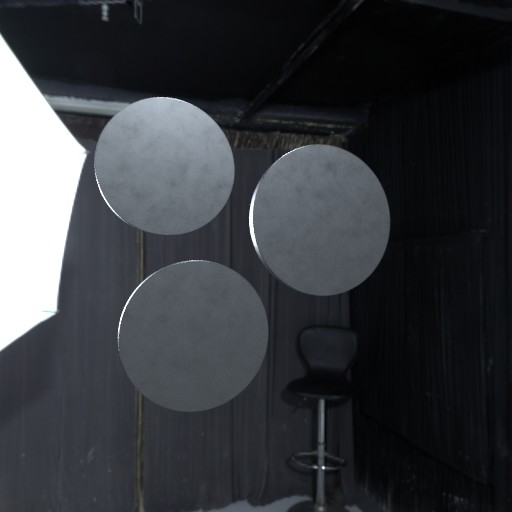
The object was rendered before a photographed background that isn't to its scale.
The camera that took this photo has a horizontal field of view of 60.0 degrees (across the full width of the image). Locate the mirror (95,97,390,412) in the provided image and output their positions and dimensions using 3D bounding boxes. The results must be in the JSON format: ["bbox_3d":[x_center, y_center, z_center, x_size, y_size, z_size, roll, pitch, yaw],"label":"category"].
[{"bbox_3d":[0.000,0.000,3.155,2.160,2.096,0.076,0,-1,-17],"label":"mirror"}]
